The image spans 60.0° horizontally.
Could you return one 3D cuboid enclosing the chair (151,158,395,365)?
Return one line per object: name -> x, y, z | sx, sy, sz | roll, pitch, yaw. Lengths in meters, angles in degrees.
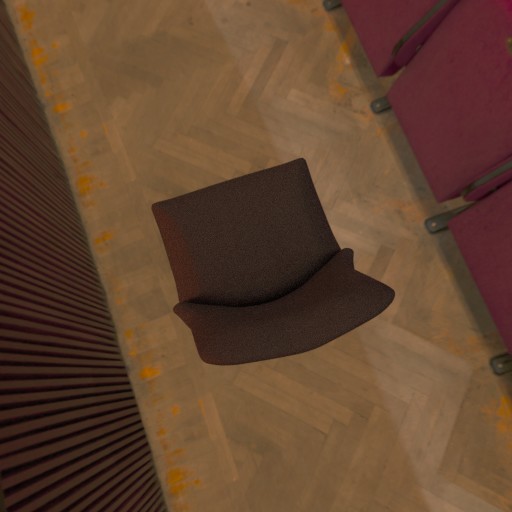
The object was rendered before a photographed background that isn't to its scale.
chair -> 0.000, 0.000, 1.190 | 0.504, 0.820, 0.567 | -18, 76, -5
